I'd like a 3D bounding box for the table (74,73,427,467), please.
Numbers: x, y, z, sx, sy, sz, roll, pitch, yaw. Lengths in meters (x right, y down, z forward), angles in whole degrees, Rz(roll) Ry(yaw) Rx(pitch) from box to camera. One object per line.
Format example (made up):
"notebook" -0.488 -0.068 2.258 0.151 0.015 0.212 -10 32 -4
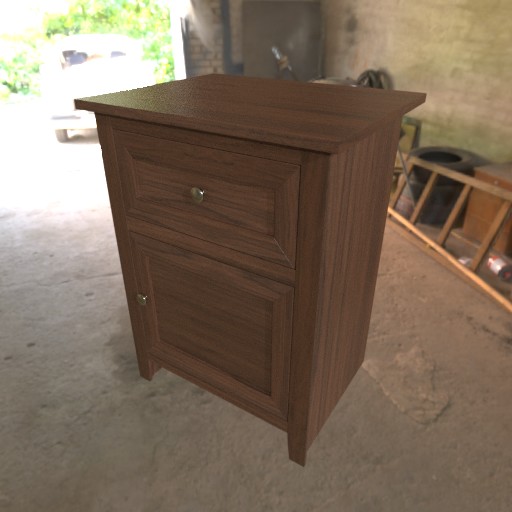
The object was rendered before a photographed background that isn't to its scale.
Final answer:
"table" 0.000 0.000 0.923 0.480 0.636 0.381 18 34 28
